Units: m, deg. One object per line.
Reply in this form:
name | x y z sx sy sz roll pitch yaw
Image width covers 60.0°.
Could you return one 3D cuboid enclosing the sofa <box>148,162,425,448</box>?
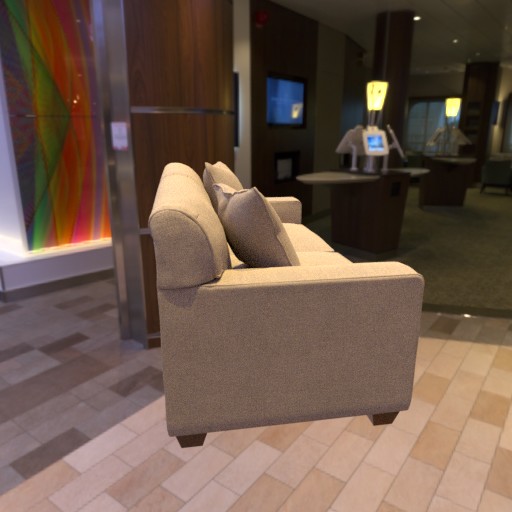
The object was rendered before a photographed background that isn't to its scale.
sofa | 0.000 0.000 2.424 0.998 0.958 1.846 -3 16 -9
